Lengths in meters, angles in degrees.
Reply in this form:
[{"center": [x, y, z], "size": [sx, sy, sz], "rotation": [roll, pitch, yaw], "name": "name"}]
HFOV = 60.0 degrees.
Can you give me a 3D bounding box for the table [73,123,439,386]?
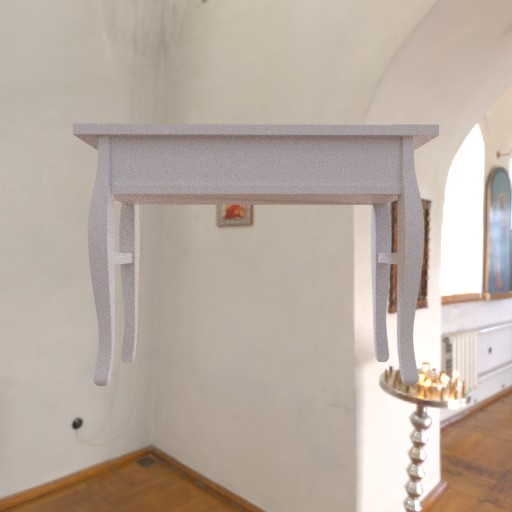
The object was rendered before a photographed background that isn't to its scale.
[{"center": [0.000, 0.000, 1.465], "size": [1.062, 0.768, 0.373], "rotation": [0, 1, -1], "name": "table"}]
